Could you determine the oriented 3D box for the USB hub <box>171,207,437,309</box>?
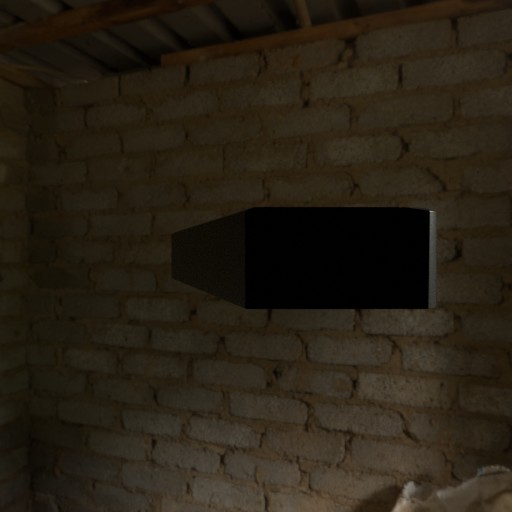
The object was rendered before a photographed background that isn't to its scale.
[{"bbox_3d":[0.000,0.000,0.163,0.044,0.023,0.145,0,0,-18],"label":"USB hub"}]
